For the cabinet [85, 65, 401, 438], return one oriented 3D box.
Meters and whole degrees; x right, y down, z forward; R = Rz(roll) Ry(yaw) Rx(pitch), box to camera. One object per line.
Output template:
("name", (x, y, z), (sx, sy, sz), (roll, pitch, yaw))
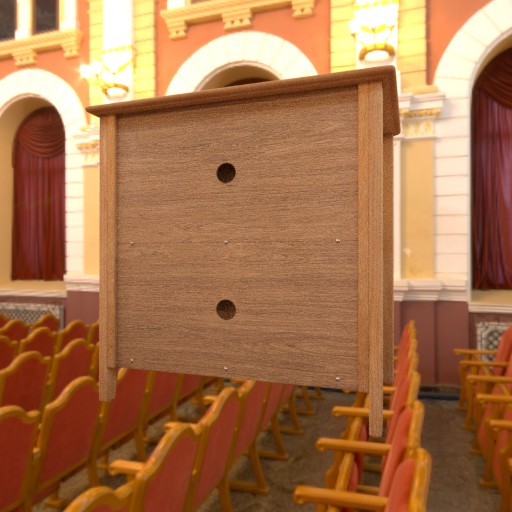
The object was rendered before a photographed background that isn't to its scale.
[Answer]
("cabinet", (0.000, 0.000, 1.242), (0.763, 0.762, 0.503), (0, 0, 19))
